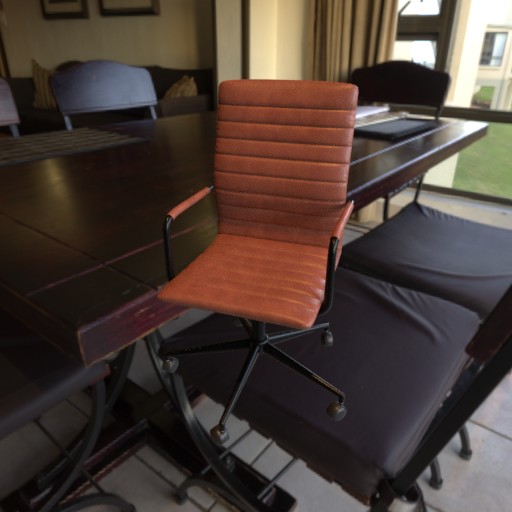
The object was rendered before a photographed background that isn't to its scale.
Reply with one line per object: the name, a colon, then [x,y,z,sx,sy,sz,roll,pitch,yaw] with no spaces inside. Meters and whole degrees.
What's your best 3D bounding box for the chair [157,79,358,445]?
chair: [0.000,0.000,1.236,0.600,0.878,0.578,9,27,17]
